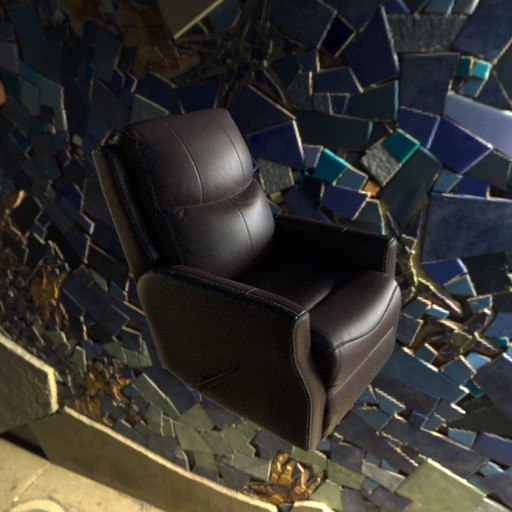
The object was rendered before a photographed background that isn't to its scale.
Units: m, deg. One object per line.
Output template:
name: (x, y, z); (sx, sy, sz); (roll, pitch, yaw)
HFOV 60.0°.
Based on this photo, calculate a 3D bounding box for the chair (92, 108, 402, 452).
chair: (0.000, 0.000, 1.790); (1.080, 1.030, 0.829); (20, 33, 34)
